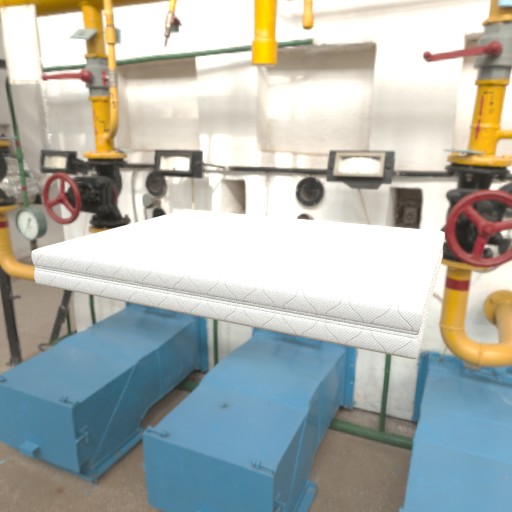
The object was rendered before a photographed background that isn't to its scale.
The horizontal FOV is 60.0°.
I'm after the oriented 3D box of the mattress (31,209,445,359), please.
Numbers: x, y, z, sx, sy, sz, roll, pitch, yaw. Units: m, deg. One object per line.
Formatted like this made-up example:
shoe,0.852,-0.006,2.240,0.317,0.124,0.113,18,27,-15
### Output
mattress,0.000,0.000,2.511,1.900,0.200,1.400,7,17,24
